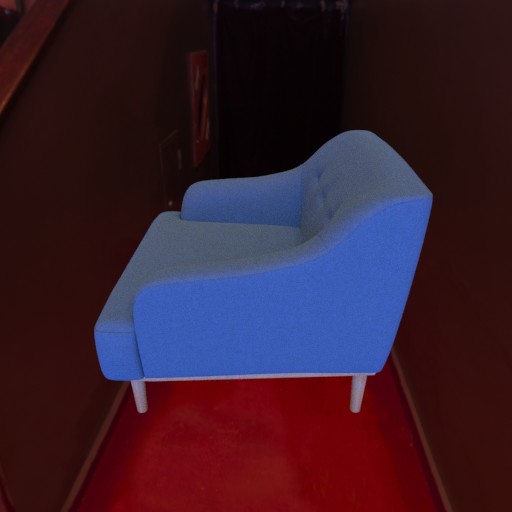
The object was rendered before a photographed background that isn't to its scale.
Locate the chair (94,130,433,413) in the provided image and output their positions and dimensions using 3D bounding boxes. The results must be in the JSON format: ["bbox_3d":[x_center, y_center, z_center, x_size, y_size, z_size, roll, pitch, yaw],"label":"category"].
[{"bbox_3d":[0.000,0.000,1.674,0.951,0.818,0.946,1,28,1],"label":"chair"}]
